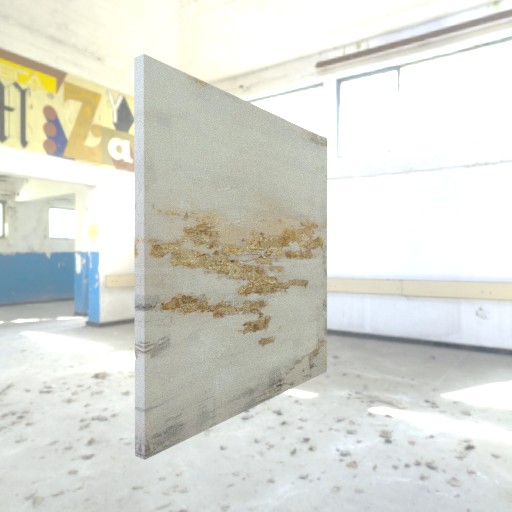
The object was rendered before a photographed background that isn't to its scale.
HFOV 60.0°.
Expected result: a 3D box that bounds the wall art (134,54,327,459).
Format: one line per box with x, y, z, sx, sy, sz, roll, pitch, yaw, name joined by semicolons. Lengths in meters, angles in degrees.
0.000;0.000;1.533;0.040;1.018;1.015;0;1;36;wall art
